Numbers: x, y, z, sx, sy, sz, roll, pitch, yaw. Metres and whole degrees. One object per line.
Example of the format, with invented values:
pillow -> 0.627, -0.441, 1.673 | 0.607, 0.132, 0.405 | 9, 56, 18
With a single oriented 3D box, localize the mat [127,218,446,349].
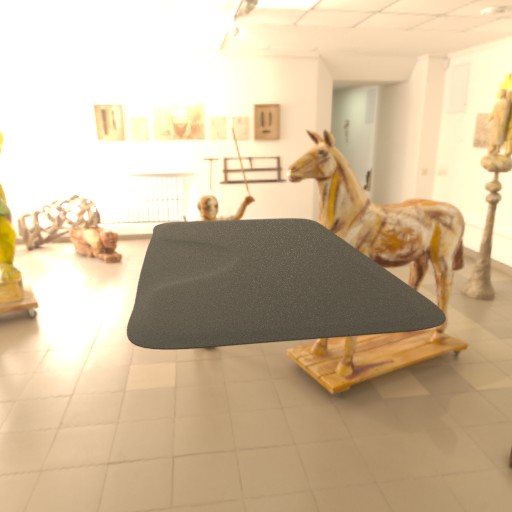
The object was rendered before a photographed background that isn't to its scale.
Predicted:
mat -> 0.000, 0.000, 1.854 | 0.918, 0.013, 1.524 | -3, 16, -9
